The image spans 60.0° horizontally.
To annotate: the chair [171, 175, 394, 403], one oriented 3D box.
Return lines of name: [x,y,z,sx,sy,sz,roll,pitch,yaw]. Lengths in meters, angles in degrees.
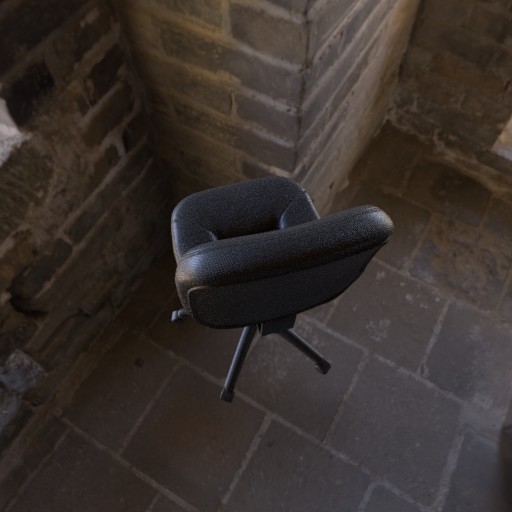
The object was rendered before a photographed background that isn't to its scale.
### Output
chair: [0.000,0.000,1.368,0.647,0.959,0.646,-14,59,-9]
